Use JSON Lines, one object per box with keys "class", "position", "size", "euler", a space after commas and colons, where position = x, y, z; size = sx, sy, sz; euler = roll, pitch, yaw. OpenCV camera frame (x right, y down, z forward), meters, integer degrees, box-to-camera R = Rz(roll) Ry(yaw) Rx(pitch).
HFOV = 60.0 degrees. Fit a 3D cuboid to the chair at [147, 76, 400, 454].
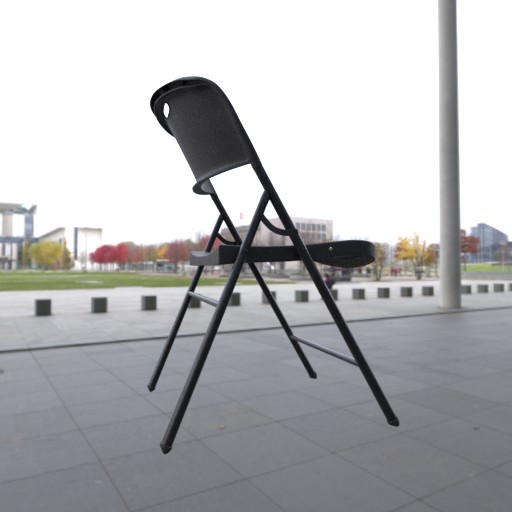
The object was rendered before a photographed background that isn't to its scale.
{"class": "chair", "position": [0.000, 0.000, 1.205], "size": [0.567, 0.810, 0.494], "euler": [0, -1, -17]}
